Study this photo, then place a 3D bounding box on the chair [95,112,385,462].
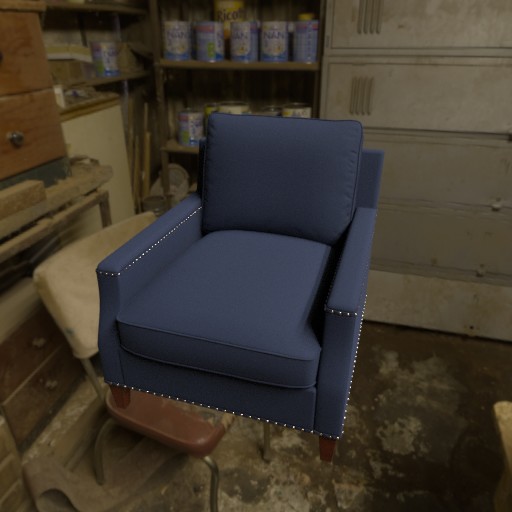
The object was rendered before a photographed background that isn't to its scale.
[{"bbox_3d":[0.000,0.000,1.724,0.853,0.943,1.014,8,28,16],"label":"chair"}]
